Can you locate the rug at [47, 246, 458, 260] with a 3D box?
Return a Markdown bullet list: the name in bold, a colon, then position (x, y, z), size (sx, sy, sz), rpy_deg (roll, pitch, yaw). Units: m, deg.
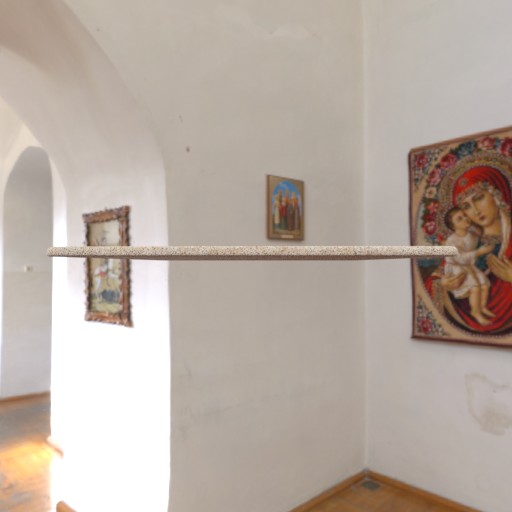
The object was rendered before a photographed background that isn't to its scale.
- **rug**: position (0.000, 0.000, 3.349), size (2.009, 0.048, 2.528), rpy_deg (0, -1, 1)
